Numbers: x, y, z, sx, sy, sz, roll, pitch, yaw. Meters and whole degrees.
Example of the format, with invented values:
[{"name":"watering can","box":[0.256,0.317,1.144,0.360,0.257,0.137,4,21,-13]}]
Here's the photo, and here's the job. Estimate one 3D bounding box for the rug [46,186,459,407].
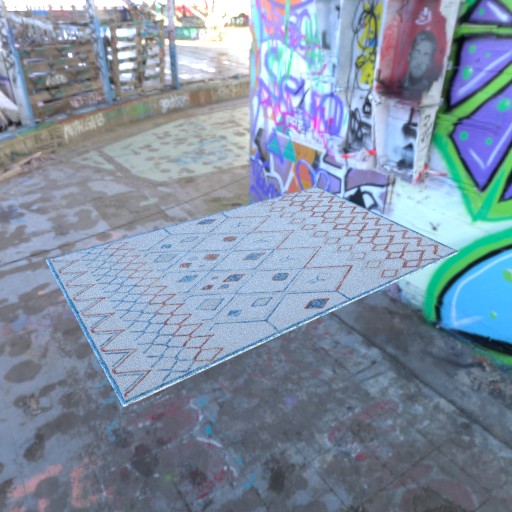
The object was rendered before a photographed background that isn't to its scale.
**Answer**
[{"name":"rug","box":[0.000,0.000,3.077,2.438,0.015,1.524,-19,35,-29]}]
